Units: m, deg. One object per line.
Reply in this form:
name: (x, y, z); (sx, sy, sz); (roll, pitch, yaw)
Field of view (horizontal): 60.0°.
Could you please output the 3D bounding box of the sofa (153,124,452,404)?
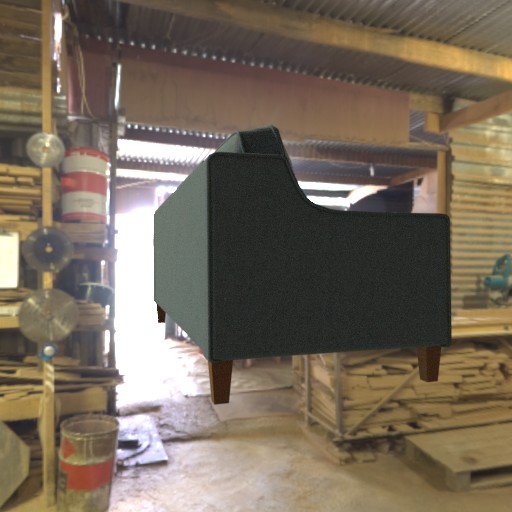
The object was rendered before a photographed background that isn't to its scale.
sofa: (0.000, 0.000, 2.734); (1.066, 1.071, 2.178); (0, 0, -18)
